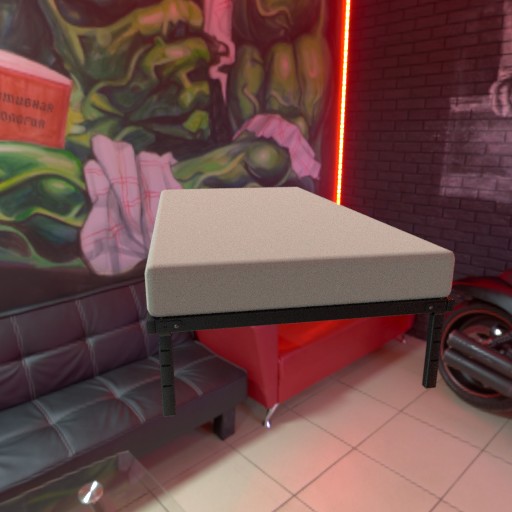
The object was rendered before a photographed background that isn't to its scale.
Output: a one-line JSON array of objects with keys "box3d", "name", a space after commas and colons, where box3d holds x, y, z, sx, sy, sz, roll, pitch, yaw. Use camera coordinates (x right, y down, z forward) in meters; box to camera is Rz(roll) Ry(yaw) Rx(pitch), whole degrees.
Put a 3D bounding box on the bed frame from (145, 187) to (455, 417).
[{"box3d": [0.000, 0.000, 3.184, 1.393, 0.680, 2.635, -3, 15, -10], "name": "bed frame"}]
